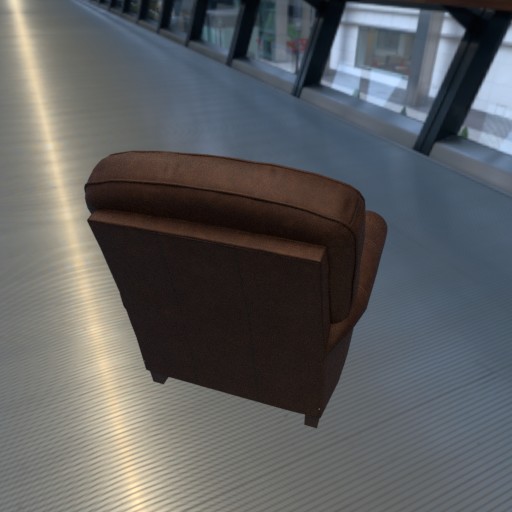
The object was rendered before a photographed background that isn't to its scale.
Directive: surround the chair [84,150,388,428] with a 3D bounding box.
[{"bbox_3d":[0.000,0.000,1.732,0.936,1.018,0.986,10,33,16],"label":"chair"}]
